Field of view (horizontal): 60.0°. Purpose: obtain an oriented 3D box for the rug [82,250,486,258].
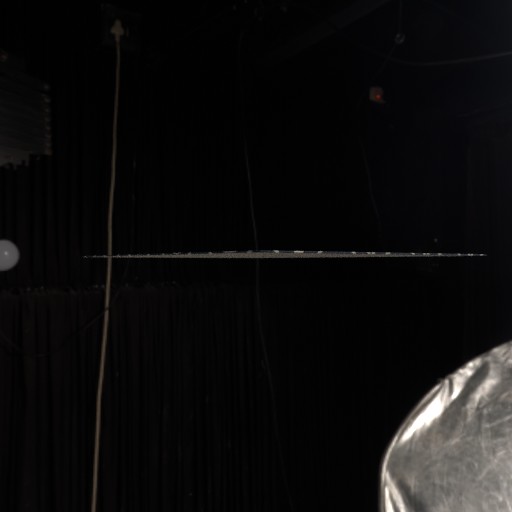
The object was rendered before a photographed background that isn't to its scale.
[{"bbox_3d":[0.000,0.000,4.406,2.438,0.010,3.353,0,-1,-37],"label":"rug"}]
